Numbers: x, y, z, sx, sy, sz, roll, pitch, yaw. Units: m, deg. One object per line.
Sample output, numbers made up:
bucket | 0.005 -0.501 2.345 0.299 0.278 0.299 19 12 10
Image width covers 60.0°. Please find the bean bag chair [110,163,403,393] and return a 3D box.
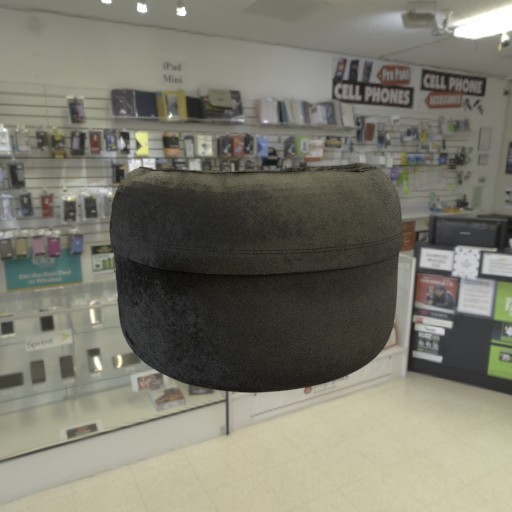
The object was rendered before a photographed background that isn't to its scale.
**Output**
bean bag chair | 0.000 0.000 1.481 0.918 0.605 0.918 0 12 0
